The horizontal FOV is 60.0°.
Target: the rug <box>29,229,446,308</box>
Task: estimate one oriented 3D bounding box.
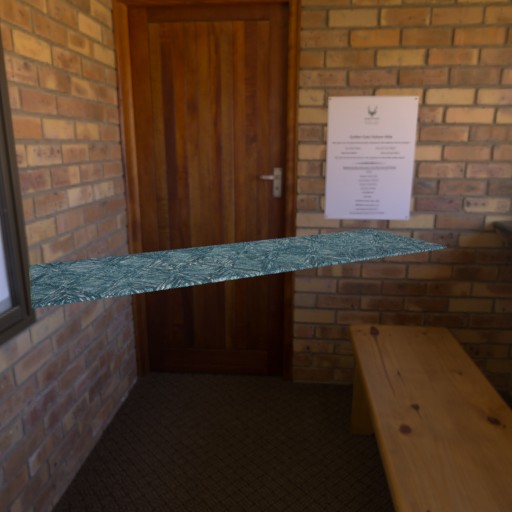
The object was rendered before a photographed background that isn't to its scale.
[{"bbox_3d":[0.000,0.000,2.502,2.286,0.016,0.676,-7,16,-26],"label":"rug"}]
